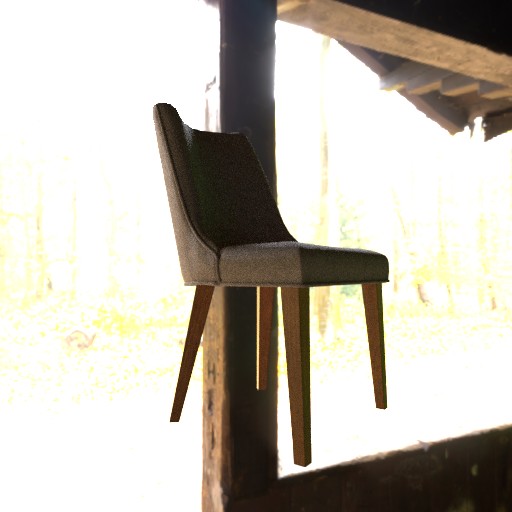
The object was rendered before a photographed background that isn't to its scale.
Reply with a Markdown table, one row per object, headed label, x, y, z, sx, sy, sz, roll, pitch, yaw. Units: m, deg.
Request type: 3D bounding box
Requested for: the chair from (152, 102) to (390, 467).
| label | x | y | z | sx | sy | sz | roll | pitch | yaw |
| --- | --- | --- | --- | --- | --- | --- | --- | --- | --- |
| chair | 0.000 | 0.000 | 1.331 | 0.636 | 0.916 | 0.548 | -1 | -2 | 36 |
